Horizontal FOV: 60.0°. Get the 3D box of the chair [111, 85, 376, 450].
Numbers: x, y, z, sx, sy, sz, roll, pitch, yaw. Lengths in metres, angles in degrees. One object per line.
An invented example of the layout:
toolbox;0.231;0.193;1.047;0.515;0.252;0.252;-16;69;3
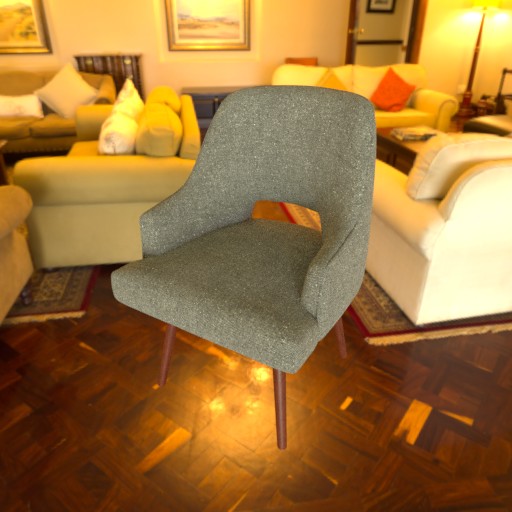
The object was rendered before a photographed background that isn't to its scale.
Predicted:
chair;0.000;0.000;1.298;0.608;0.875;0.629;16;32;28
